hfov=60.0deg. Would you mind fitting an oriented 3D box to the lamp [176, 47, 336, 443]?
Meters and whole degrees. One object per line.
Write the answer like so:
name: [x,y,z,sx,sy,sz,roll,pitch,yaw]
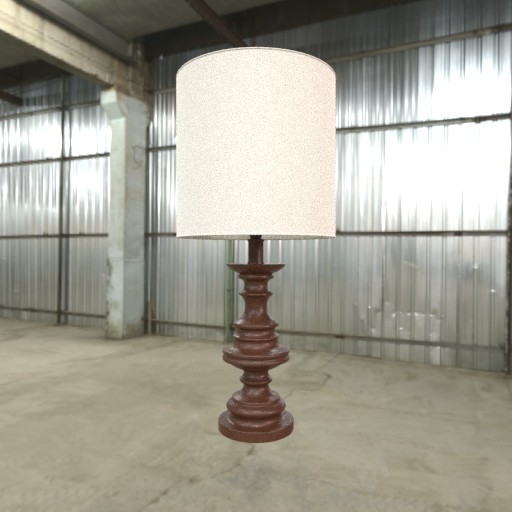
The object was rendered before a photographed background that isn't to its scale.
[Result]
lamp: [0.000,0.000,0.587,0.208,0.455,0.208,0,0,-37]
